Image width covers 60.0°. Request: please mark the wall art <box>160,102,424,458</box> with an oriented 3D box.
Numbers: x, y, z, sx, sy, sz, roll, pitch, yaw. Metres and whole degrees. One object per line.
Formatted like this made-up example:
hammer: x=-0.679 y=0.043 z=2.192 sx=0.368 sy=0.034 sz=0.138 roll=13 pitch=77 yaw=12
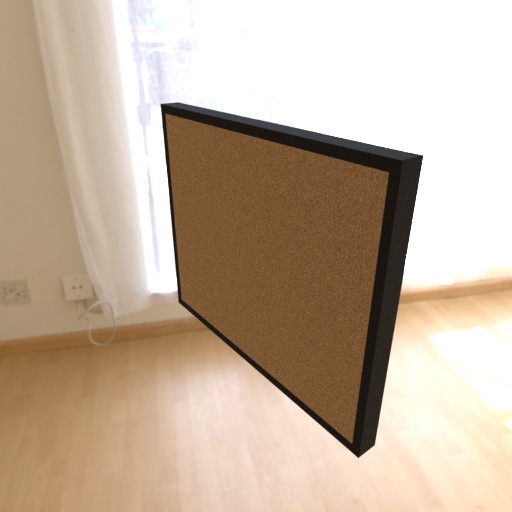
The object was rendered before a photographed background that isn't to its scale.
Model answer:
wall art: x=0.000 y=0.000 z=0.556 sx=0.028 sy=0.325 sz=0.397 roll=-19 pitch=32 yaw=-33
